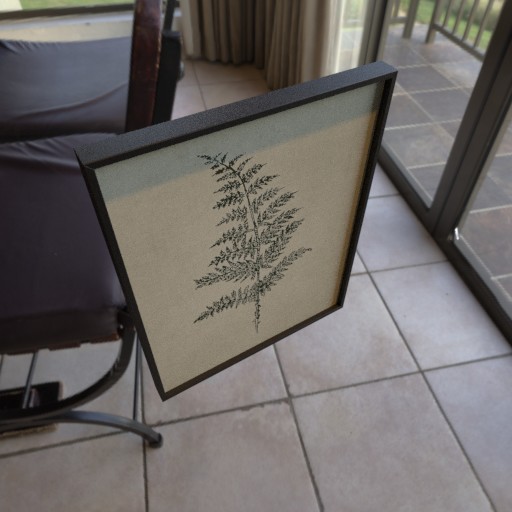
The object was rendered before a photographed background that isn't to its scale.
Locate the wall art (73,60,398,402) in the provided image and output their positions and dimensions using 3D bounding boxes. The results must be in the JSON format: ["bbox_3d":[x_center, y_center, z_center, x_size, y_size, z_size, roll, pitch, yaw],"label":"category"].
[{"bbox_3d":[0.000,0.000,0.759,0.449,0.555,0.039,-24,51,-21],"label":"wall art"}]
